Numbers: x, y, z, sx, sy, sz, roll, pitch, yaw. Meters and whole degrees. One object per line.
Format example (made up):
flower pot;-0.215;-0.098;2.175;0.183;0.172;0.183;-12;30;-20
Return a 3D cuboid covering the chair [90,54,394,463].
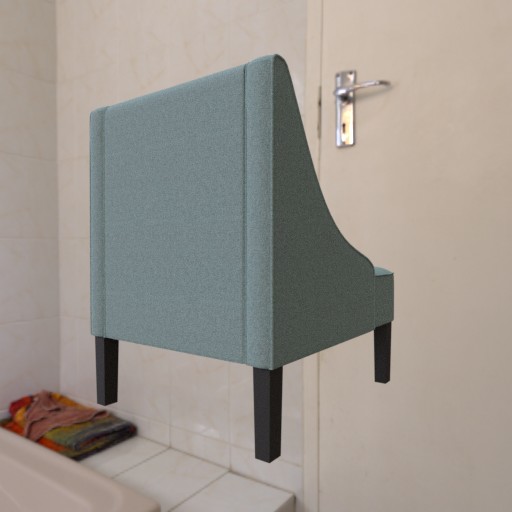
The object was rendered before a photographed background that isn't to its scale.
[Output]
chair;0.000;0.000;1.853;0.857;1.133;1.025;1;1;36
